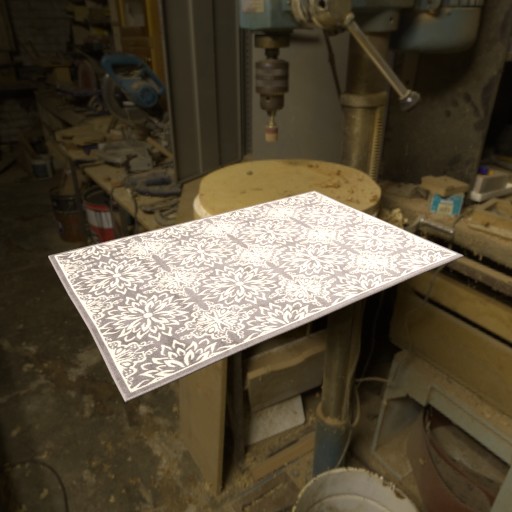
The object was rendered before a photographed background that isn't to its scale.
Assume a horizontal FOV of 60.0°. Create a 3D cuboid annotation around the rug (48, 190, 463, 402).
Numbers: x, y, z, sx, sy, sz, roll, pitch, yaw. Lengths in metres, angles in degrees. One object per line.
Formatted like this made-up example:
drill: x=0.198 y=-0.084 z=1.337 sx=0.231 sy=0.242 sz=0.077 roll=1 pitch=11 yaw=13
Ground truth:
rug: x=0.000 y=0.000 z=2.362 sx=1.847 sy=0.012 sz=1.224 roll=-17 pitch=33 yaw=-29
